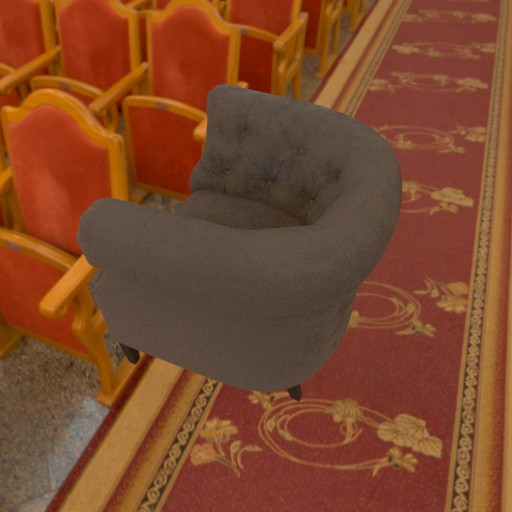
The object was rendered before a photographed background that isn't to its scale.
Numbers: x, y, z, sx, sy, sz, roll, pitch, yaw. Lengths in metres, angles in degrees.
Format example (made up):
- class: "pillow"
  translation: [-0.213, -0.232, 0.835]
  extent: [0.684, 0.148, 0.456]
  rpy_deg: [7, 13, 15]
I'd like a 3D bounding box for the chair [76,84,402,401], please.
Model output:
- class: "chair"
  translation: [0.000, 0.000, 1.565]
  extent: [0.851, 0.826, 0.904]
  rpy_deg: [17, 49, 15]
